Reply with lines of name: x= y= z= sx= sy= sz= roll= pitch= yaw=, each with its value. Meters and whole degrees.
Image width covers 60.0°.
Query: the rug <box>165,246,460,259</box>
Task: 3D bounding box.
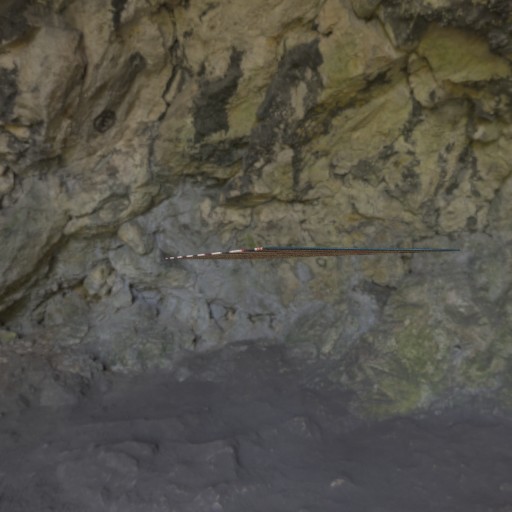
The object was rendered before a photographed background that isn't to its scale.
rug: x=0.000 y=0.000 z=2.672 sx=0.760 sy=0.009 sz=2.440 roll=0 pitch=-1 yaw=-19
